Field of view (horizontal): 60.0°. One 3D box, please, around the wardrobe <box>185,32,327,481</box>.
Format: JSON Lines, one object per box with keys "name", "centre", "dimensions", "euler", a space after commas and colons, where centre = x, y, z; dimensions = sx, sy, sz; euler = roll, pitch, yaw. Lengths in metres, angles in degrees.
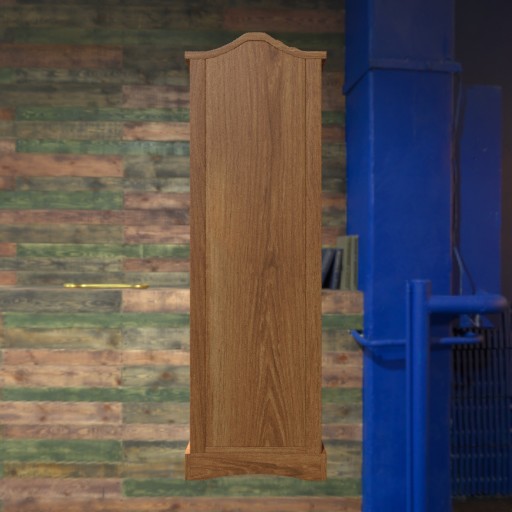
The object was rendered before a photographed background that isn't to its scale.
{"name": "wardrobe", "centre": [0.000, 0.000, 2.129], "dimensions": [0.590, 1.870, 0.570], "euler": [0, 0, 0]}
